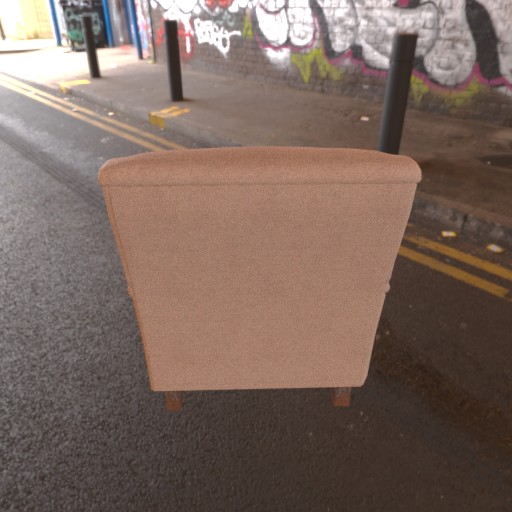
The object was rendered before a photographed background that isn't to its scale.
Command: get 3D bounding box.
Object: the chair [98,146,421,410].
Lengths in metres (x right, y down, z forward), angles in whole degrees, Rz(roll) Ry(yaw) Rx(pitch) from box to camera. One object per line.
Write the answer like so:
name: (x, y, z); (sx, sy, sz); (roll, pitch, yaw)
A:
chair: (0.000, 0.000, 1.815); (0.879, 1.119, 0.953); (-1, 30, -1)
